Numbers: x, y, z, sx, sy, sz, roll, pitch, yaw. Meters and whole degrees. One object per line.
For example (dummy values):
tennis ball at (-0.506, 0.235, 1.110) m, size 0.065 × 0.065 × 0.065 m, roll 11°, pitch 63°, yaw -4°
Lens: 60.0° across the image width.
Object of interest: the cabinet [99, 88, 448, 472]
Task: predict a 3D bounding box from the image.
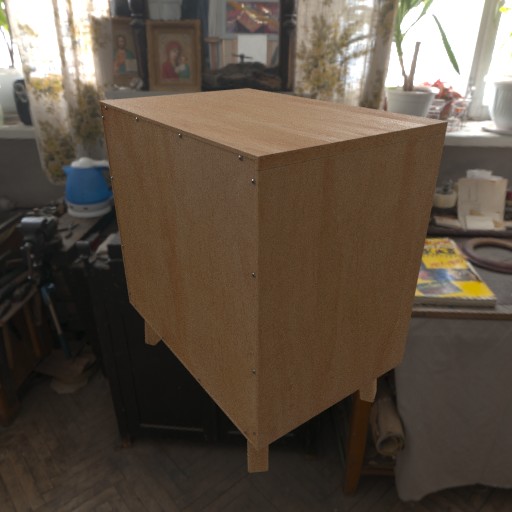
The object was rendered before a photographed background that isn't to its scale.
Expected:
cabinet at (0.000, 0.000, 0.943) m, size 0.394 × 0.599 × 0.551 m, roll -18°, pitch 32°, yaw -31°
